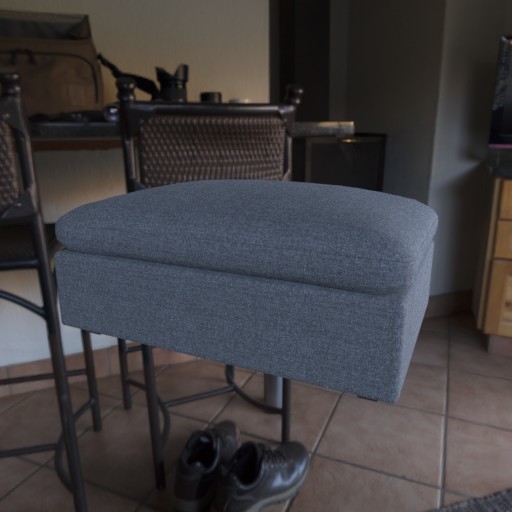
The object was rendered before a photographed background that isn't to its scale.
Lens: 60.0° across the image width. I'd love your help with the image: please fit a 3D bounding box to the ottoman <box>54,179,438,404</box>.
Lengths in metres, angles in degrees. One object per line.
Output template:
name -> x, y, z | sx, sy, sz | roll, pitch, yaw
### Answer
ottoman -> 0.000, 0.000, 1.444 | 1.041, 0.483, 0.711 | 7, 16, 25
